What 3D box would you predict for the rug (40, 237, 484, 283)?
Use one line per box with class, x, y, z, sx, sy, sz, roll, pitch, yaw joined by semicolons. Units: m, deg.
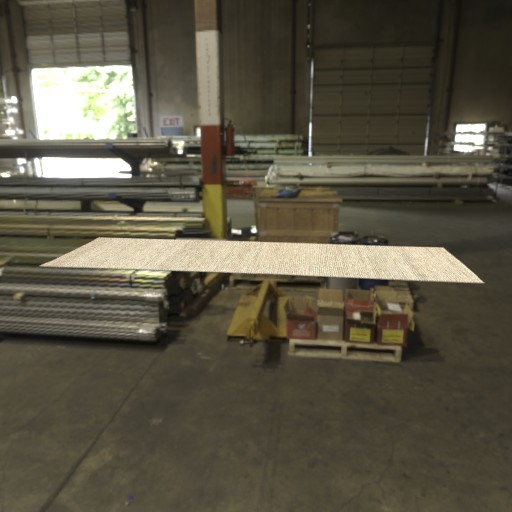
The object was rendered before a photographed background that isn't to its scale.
rug;0.000;0.000;2.696;2.390;0.014;0.741;2;15;7
